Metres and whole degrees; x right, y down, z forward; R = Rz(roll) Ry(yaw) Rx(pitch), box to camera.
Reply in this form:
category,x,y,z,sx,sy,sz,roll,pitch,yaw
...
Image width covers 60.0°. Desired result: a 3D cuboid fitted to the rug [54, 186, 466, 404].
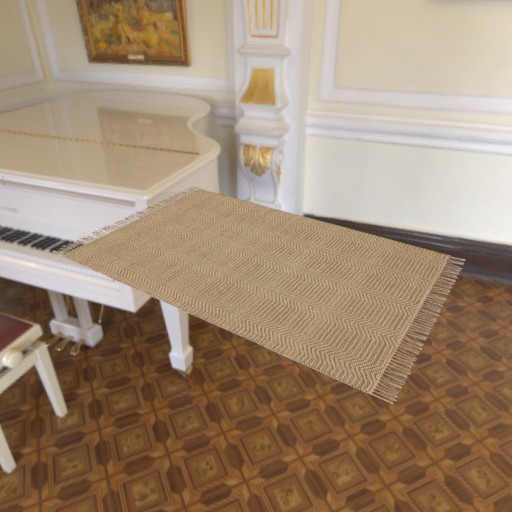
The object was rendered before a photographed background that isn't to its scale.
category,x,y,z,sx,sy,sz,roll,pitch,yaw
rug,0.000,0.000,3.137,2.523,0.034,1.528,19,35,29
